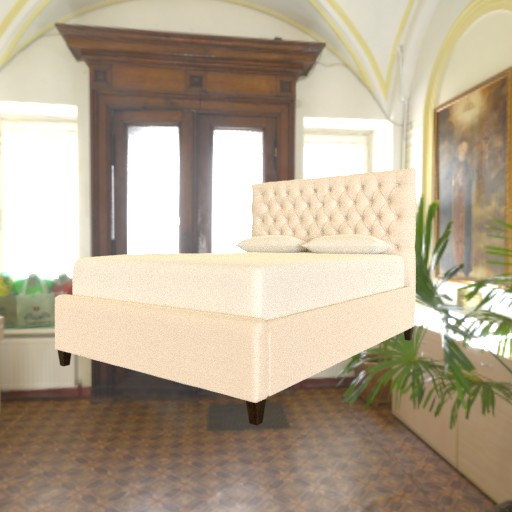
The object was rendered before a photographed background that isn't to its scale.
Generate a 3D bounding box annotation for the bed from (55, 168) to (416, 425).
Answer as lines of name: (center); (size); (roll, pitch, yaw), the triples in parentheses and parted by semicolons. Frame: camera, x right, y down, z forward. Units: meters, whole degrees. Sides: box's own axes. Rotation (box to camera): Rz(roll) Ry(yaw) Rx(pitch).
bed: (0.000, 0.000, 3.300); (1.696, 1.426, 2.233); (1, 2, 37)
